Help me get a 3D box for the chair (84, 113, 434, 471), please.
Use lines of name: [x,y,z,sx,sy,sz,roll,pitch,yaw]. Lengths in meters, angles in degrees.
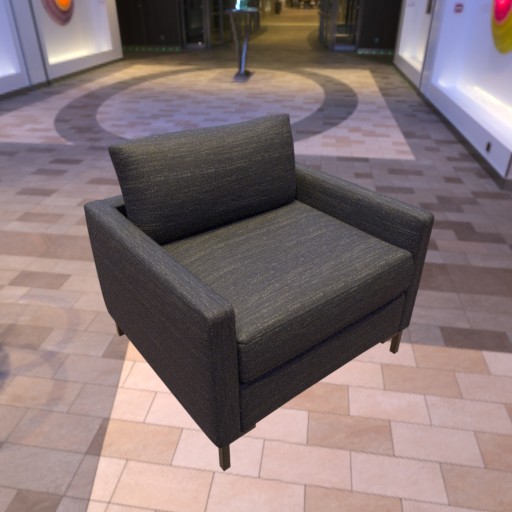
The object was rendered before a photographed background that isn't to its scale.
chair: [0.000,0.000,1.657,0.963,0.861,0.866,-22,37,-32]
